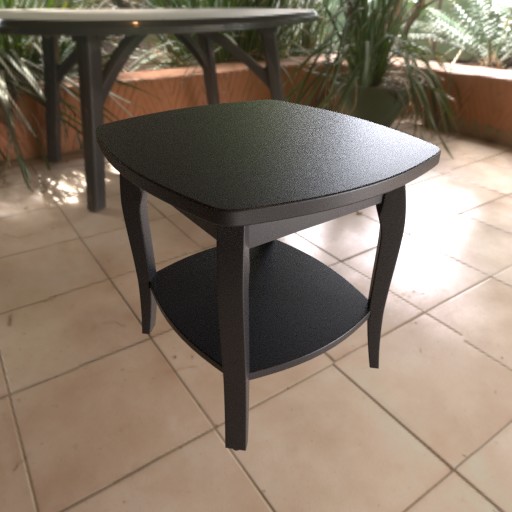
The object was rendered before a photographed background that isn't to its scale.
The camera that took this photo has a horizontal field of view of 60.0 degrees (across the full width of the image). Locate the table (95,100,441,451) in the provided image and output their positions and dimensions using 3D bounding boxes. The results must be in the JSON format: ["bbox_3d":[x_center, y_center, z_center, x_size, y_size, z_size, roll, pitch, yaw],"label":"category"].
[{"bbox_3d":[0.000,0.000,0.844,0.457,0.457,0.508,-20,36,-30],"label":"table"}]
